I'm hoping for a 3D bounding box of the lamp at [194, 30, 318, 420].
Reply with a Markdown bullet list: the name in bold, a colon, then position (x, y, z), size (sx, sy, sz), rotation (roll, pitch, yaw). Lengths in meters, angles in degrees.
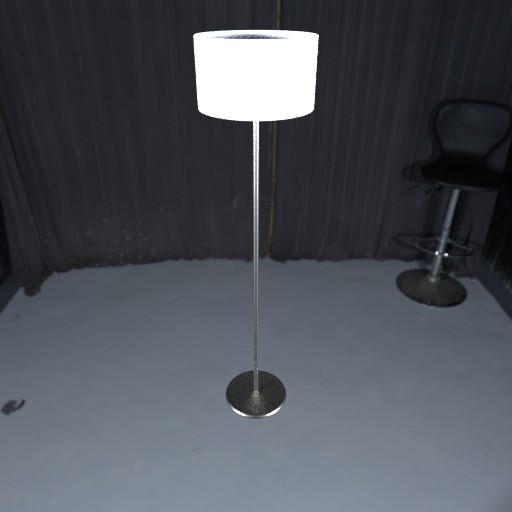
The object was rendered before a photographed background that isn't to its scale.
- **lamp**: position (0.000, 0.000, 1.609), size (0.347, 1.443, 0.347), rotation (-1, 30, -2)
